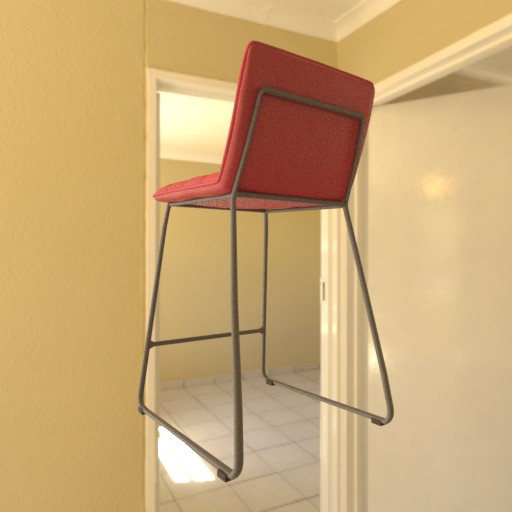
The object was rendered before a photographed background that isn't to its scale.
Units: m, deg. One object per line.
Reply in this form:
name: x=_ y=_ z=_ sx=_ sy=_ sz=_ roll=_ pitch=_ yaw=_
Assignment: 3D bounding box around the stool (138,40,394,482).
stool: x=0.000 y=0.000 z=1.176 sx=0.489 sy=0.866 sz=0.524 roll=0 pitch=0 yaw=-36
